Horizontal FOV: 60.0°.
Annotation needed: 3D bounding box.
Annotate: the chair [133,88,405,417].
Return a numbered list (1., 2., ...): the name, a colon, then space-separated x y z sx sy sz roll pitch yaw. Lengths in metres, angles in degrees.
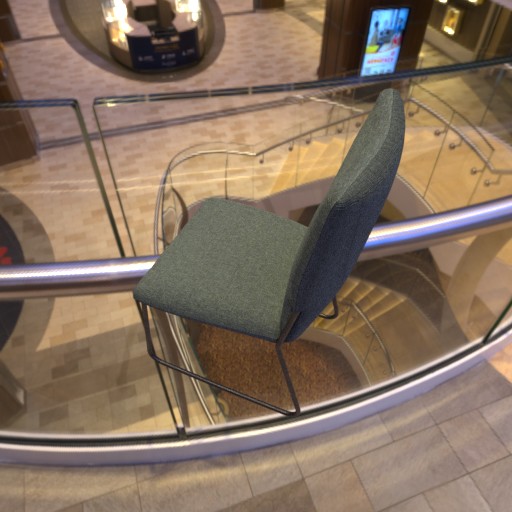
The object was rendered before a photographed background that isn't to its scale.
1. chair: 0.000 0.000 1.289 0.635 0.931 0.480 18 50 16
